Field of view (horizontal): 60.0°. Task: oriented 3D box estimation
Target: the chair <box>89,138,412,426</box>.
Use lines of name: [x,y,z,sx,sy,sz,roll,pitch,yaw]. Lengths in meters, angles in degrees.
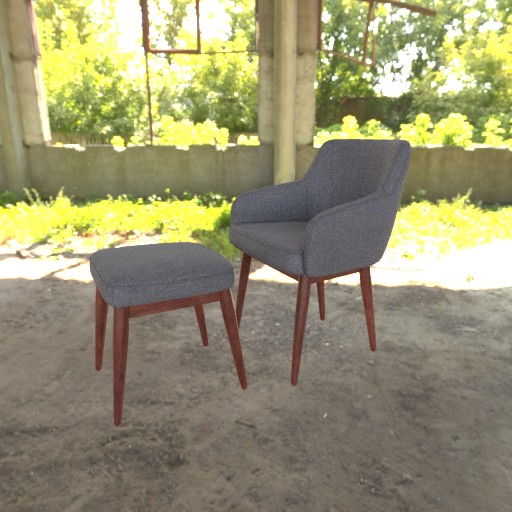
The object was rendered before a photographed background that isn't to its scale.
chair: [0.000,0.000,1.571,1.107,0.799,0.584,-8,17,-26]
